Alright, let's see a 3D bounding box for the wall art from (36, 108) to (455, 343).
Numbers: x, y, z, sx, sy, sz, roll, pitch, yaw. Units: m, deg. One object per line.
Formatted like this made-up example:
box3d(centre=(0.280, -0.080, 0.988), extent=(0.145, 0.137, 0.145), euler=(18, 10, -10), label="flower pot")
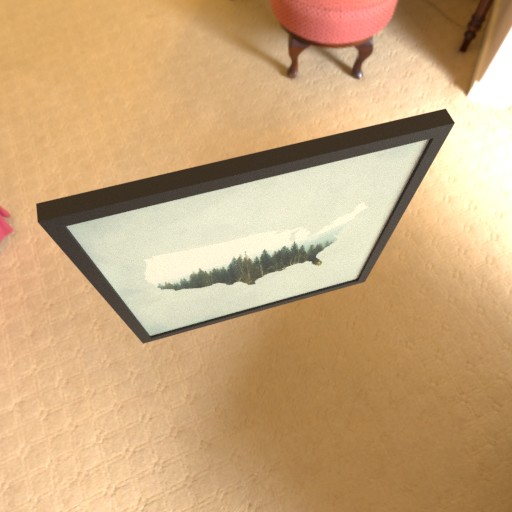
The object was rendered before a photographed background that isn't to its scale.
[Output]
box3d(centre=(0.000, 0.000, 1.129), extent=(0.763, 0.763, 0.038), euler=(-15, 65, -7), label="wall art")
